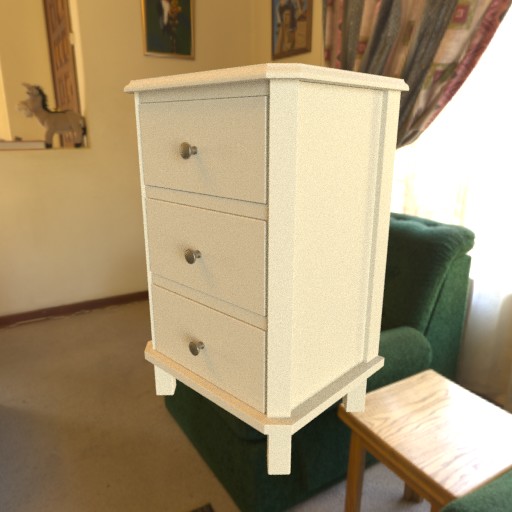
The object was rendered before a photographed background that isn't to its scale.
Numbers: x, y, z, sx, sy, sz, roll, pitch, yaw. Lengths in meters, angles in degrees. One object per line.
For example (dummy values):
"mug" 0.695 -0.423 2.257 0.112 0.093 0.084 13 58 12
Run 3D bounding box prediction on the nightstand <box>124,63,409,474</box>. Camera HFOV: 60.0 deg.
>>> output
"nightstand" 0.000 0.000 0.920 0.435 0.681 0.351 15 22 42
